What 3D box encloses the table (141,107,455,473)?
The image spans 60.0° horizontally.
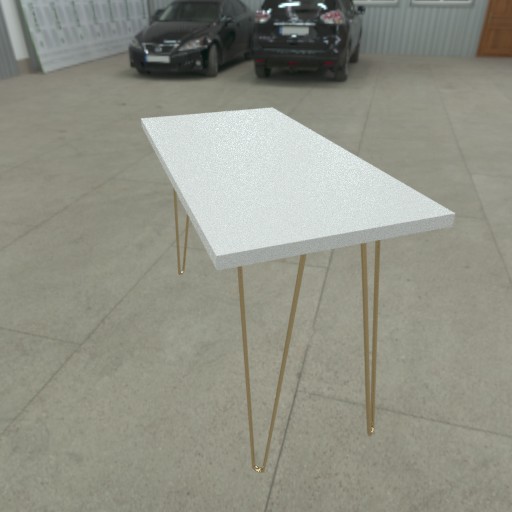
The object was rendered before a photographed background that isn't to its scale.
[{"bbox_3d":[0.000,0.000,1.390,0.498,0.660,0.991,-11,33,-17],"label":"table"}]
